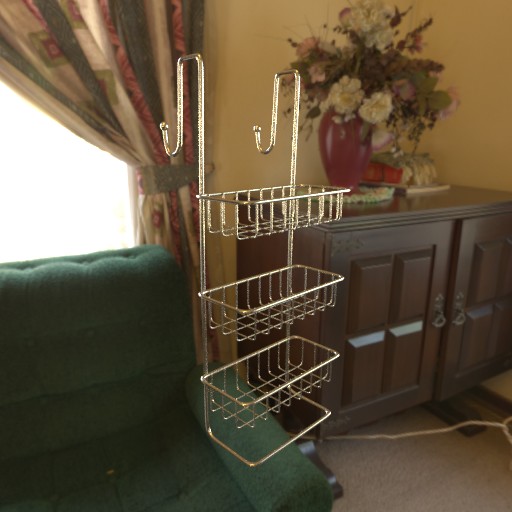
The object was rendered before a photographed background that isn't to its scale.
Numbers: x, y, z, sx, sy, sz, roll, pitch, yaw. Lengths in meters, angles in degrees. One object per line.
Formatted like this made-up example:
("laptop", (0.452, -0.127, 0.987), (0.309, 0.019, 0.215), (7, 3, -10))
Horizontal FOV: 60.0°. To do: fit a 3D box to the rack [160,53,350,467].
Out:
("rack", (0.000, 0.000, 0.704), (0.228, 0.574, 0.202), (-14, 20, -43))
